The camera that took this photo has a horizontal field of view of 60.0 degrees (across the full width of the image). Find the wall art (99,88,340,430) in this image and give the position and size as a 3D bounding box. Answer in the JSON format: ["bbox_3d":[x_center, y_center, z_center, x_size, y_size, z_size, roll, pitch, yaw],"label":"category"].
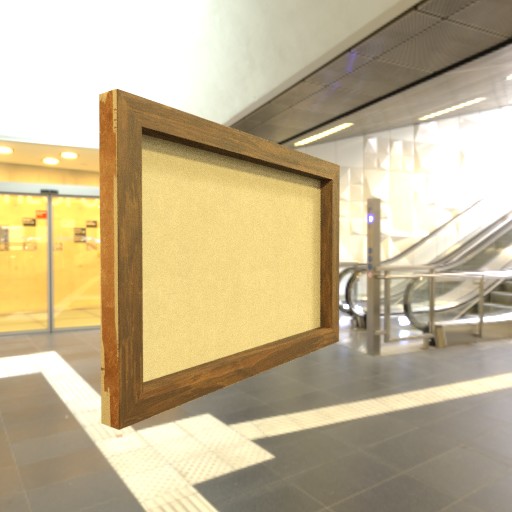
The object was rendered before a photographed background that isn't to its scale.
[{"bbox_3d":[0.000,0.000,0.782,0.035,0.405,0.609,1,1,36],"label":"wall art"}]
